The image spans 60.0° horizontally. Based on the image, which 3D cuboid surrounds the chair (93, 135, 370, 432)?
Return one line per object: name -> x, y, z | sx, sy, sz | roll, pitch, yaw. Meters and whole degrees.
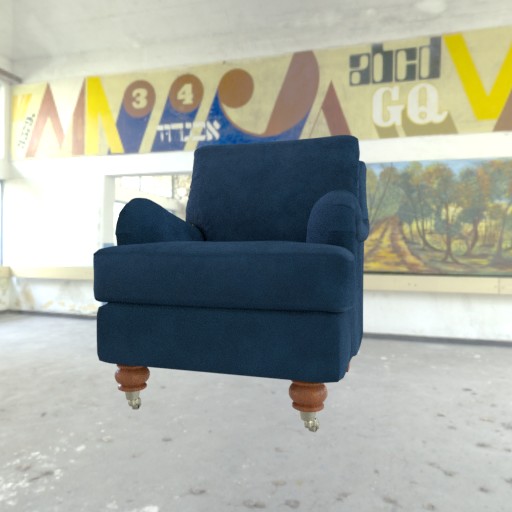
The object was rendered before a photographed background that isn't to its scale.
chair -> 0.000, 0.000, 1.854 | 0.895, 1.076, 1.078 | 0, 1, 18
